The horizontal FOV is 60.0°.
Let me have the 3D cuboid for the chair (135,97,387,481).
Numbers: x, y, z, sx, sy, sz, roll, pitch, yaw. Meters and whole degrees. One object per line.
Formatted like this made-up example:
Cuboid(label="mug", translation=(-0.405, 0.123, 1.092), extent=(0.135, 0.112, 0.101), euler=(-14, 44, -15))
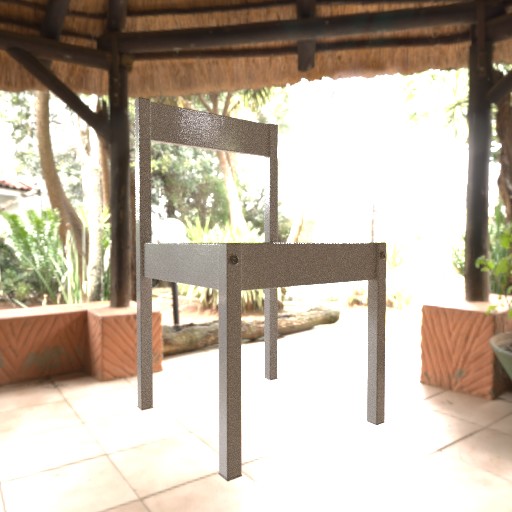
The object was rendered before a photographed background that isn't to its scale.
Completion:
Cuboid(label="chair", translation=(0.000, 0.000, 0.697), extent=(0.285, 0.505, 0.285), euler=(-1, 2, -36))
